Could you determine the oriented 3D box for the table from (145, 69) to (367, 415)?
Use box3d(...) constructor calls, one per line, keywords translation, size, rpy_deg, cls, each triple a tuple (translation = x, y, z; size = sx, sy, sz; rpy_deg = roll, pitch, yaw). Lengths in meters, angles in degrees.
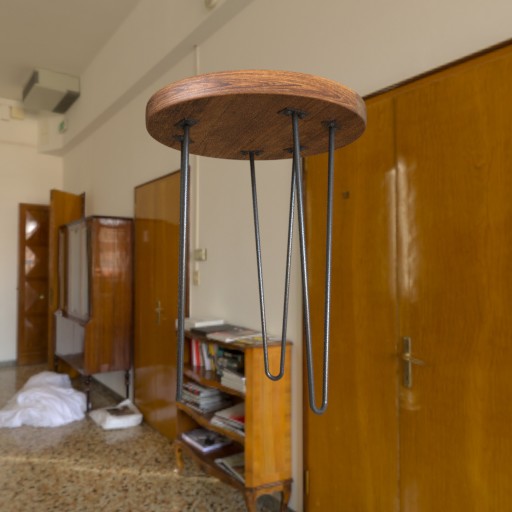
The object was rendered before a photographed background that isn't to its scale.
box3d(translation=(0.000, 0.000, 0.820), size=(0.400, 0.520, 0.400), rpy_deg=(0, -2, 0), cls="table")
